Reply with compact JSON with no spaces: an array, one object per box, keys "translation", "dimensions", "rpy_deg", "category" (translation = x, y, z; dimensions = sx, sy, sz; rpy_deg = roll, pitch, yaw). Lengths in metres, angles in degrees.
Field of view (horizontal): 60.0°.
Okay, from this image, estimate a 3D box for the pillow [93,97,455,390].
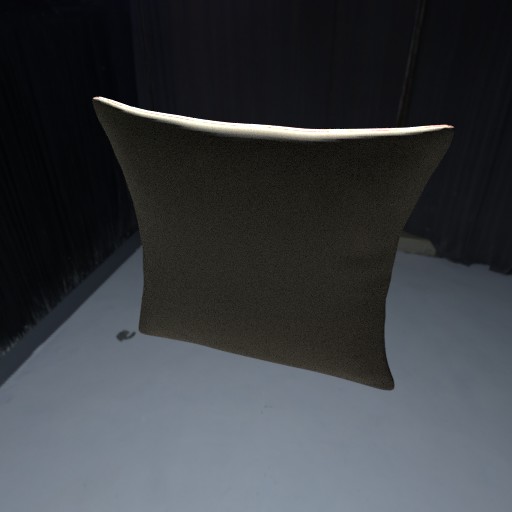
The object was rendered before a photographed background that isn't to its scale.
[{"translation":[0.000,0.000,0.785],"dimensions":[0.552,0.508,0.166],"rpy_deg":[9,33,15],"category":"pillow"}]
